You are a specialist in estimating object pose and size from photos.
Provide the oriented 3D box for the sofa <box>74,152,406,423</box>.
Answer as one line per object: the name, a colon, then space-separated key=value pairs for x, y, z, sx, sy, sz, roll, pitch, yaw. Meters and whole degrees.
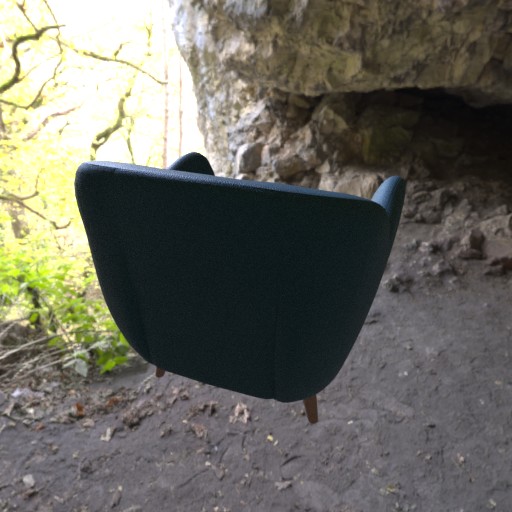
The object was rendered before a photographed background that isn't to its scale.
sofa: x=0.000 y=0.000 z=1.437 sx=0.836 sy=0.817 sz=0.825 roll=11 pitch=32 yaw=17
